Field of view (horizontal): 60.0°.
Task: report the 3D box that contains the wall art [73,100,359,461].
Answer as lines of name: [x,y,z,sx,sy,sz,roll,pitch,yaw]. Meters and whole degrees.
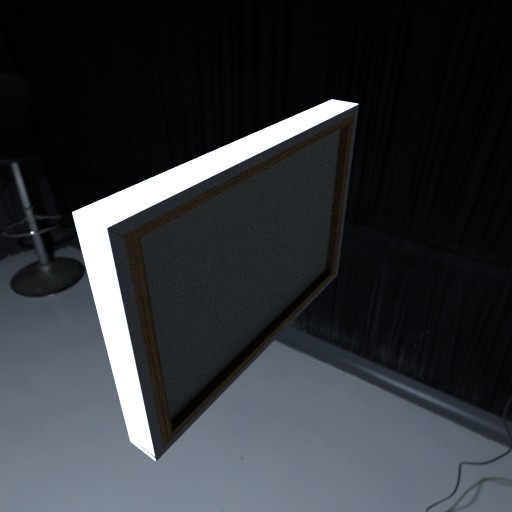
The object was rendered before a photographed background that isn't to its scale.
wall art: [0.000,0.000,0.496,0.038,0.259,0.381,22,39,29]
